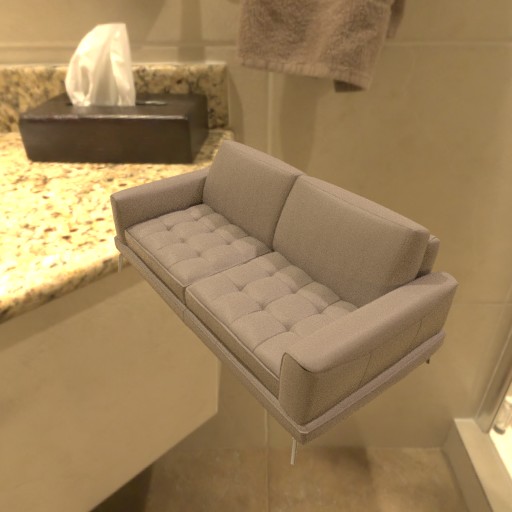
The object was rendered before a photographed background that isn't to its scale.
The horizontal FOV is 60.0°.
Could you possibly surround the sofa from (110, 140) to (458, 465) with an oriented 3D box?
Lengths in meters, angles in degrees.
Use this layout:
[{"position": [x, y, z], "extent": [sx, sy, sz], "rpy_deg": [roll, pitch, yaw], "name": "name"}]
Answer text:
[{"position": [0.000, 0.000, 2.798], "extent": [1.121, 0.930, 2.177], "rpy_deg": [-22, 39, -30], "name": "sofa"}]
